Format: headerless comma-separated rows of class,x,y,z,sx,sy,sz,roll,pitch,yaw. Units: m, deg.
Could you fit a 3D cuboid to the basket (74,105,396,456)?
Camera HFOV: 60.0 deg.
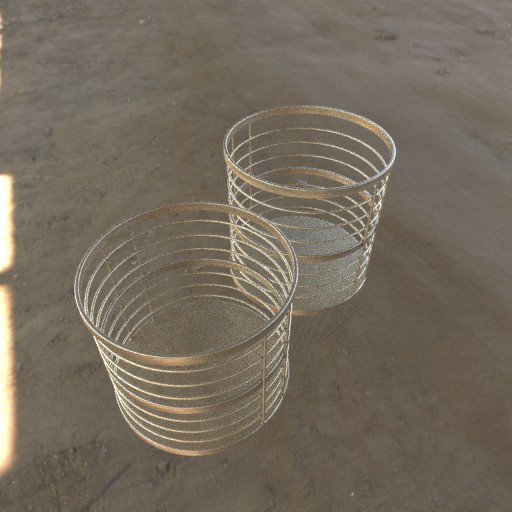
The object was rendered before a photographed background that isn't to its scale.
basket,0.000,0.000,0.926,0.356,0.351,0.746,25,48,24
